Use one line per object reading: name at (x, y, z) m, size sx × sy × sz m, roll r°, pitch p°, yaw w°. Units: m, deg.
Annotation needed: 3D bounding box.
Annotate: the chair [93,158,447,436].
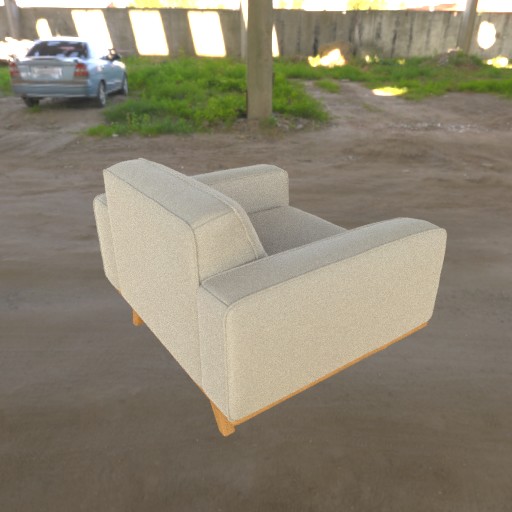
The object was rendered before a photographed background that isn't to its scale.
chair at (0.000, 0.000, 1.804) m, size 0.953 × 0.779 × 1.115 m, roll -18°, pitch 31°, yaw -31°
